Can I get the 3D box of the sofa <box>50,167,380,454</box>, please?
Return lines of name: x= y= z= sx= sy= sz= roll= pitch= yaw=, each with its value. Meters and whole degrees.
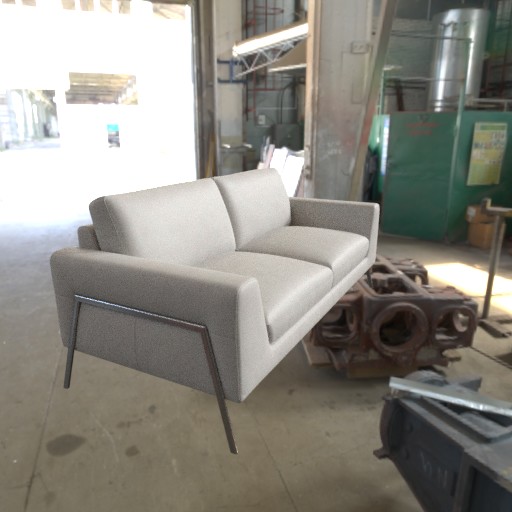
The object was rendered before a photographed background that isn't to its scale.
sofa: x=0.000 y=0.000 z=2.559 sx=0.953 sy=0.875 sz=2.017 roll=8 pitch=18 yaw=27
